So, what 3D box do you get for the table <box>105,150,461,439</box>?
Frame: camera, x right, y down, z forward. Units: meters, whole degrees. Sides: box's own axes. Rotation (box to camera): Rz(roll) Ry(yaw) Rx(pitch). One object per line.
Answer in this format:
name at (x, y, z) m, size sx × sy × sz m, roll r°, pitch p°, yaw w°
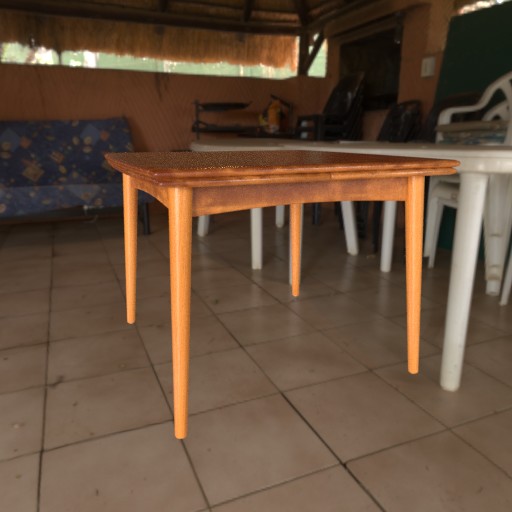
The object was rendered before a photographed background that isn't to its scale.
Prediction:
table at (0.000, 0.000, 1.709) m, size 0.991 × 0.754 × 0.991 m, roll -7°, pitch 17°, yaw -23°
